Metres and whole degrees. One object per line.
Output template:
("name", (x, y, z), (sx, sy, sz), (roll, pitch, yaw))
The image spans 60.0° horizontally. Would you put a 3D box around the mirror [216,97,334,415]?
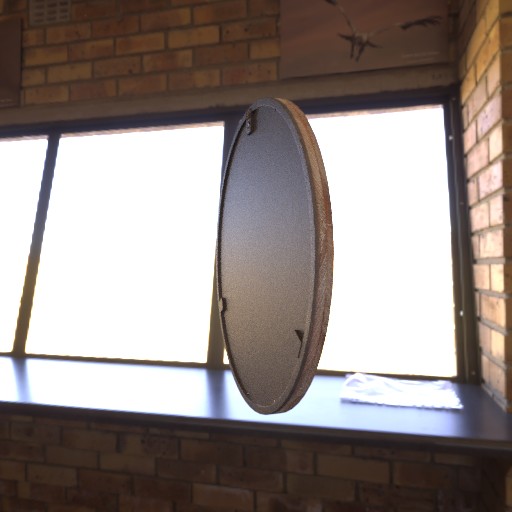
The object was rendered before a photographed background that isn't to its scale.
("mirror", (0.000, 0.000, 1.052), (0.038, 0.710, 0.710), (0, -1, -18))
